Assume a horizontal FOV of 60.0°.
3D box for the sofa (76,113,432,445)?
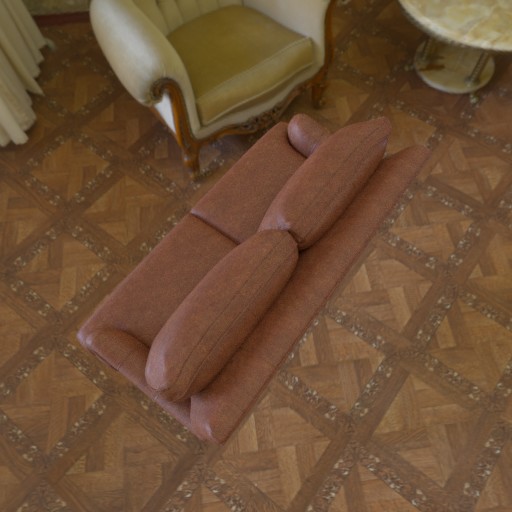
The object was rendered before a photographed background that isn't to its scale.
[{"bbox_3d":[0.000,0.000,2.825,1.147,1.071,2.144,33,67,16],"label":"sofa"}]
